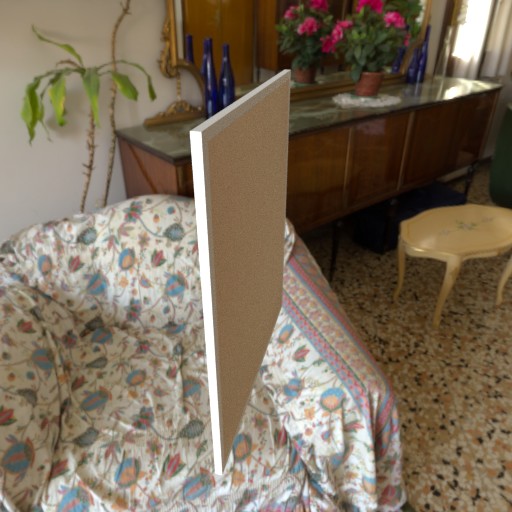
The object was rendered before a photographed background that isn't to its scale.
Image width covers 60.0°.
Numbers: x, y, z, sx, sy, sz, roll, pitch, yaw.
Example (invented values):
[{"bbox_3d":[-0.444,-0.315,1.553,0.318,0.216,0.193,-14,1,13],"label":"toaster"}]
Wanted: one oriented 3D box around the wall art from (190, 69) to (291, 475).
[{"bbox_3d":[0.000,0.000,0.787,0.012,0.557,0.482,7,31,13],"label":"wall art"}]
